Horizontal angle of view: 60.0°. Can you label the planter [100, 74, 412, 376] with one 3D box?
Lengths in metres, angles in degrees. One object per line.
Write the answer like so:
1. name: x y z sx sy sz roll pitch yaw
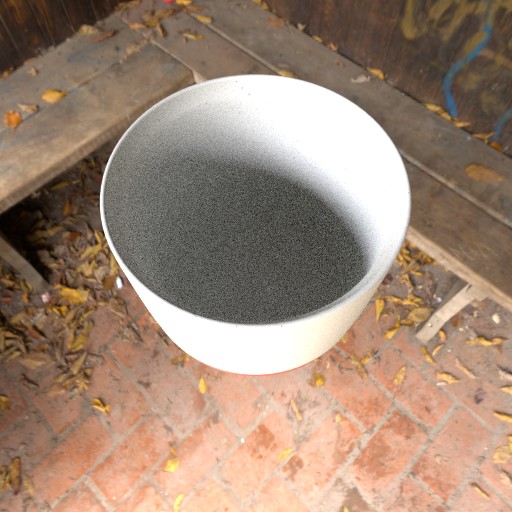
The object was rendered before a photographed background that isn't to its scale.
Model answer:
1. planter: 0.000 0.000 0.387 0.204 0.214 0.204 0 62 0
